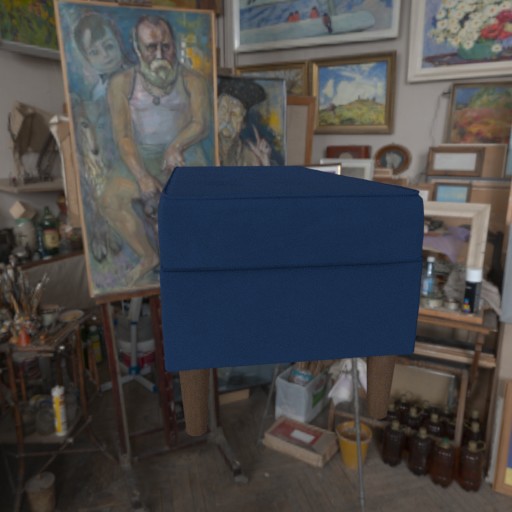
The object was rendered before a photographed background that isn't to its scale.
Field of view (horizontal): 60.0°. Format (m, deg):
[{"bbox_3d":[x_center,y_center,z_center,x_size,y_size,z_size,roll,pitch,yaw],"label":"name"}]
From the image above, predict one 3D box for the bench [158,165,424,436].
[{"bbox_3d":[0.000,0.000,1.283,0.489,0.467,1.010,-2,14,-8],"label":"bench"}]
